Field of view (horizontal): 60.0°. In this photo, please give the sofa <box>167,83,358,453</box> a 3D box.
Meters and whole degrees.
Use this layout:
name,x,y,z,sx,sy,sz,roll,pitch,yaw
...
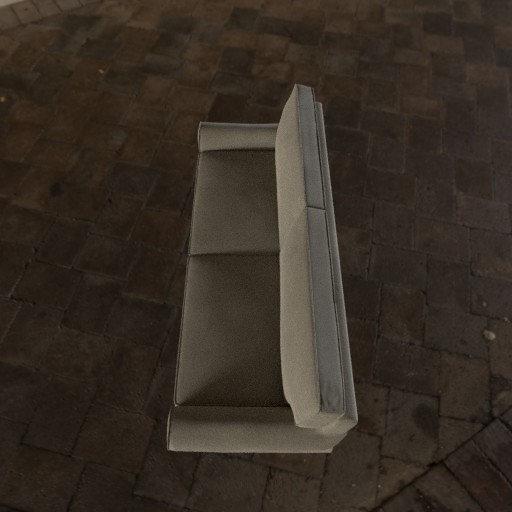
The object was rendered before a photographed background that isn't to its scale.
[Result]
name,x,y,z,sx,sy,sz,roll,pitch,yaw
sofa,0.000,0.000,2.740,0.900,1.014,2.246,0,58,0
